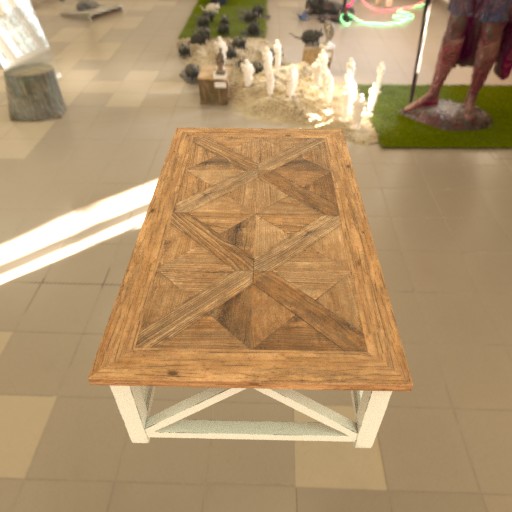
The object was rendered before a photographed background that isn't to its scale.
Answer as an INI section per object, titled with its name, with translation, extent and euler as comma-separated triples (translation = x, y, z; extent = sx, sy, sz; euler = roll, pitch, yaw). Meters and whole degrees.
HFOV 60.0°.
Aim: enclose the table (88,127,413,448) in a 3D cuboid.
[table]
translation = 0.000, 0.000, 1.747
extent = 0.800, 0.410, 1.400
euler = 1, 41, 1
